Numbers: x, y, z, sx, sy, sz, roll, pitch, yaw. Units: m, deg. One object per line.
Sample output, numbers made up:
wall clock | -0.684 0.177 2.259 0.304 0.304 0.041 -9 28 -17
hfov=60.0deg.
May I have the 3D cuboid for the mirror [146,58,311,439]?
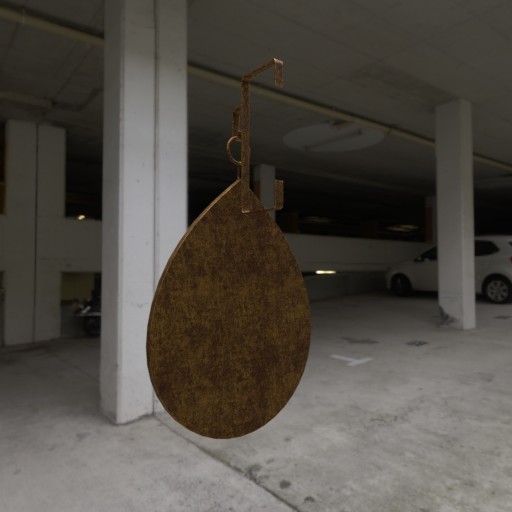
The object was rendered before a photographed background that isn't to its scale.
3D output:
mirror | 0.000 0.000 0.885 0.405 0.744 0.144 1 -2 -37
